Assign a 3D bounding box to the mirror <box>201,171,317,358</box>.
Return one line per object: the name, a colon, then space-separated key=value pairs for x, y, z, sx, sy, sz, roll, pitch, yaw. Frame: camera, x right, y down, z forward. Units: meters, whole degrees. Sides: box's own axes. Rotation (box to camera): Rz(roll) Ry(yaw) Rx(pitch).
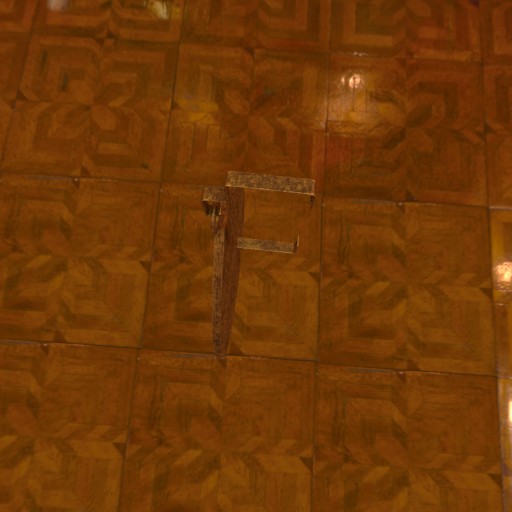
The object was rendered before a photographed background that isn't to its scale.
mirror: x=0.000 y=0.000 z=0.880 sx=0.144 sy=0.744 sz=0.405 roll=6 pitch=76 yaw=1
